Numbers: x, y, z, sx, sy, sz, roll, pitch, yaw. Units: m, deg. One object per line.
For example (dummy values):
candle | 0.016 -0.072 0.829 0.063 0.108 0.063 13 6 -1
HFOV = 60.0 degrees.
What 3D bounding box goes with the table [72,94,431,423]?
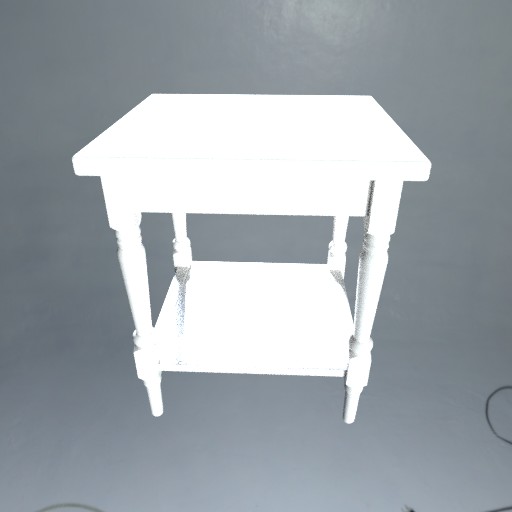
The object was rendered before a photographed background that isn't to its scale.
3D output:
table | 0.000 0.000 0.930 0.488 0.565 0.442 1 31 2
